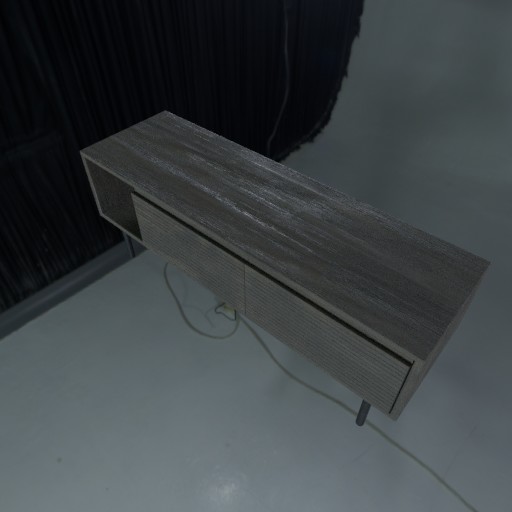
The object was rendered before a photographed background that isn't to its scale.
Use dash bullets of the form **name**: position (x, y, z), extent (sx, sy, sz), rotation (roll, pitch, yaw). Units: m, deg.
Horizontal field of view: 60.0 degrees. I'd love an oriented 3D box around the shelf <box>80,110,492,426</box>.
- **shelf**: position (0.000, 0.000, 1.535), extent (1.300, 0.495, 0.400), rotation (31, 53, 28)
